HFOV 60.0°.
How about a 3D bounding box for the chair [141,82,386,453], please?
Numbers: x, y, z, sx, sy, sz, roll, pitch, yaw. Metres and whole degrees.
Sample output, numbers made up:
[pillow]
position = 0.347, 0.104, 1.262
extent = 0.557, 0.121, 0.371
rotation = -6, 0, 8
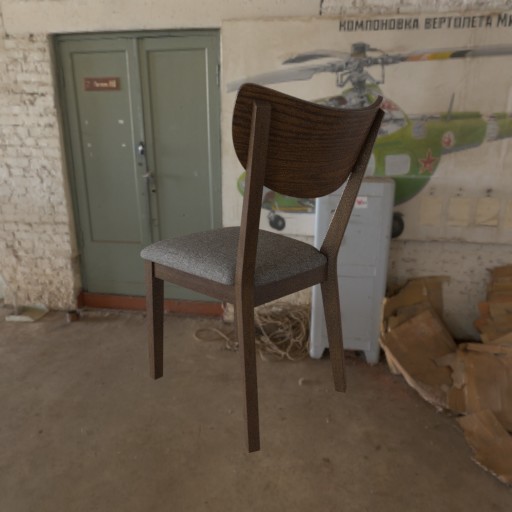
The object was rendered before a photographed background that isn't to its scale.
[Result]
[chair]
position = 0.000, 0.000, 1.241
extent = 0.491, 0.849, 0.583
rotation = -15, 22, -42
